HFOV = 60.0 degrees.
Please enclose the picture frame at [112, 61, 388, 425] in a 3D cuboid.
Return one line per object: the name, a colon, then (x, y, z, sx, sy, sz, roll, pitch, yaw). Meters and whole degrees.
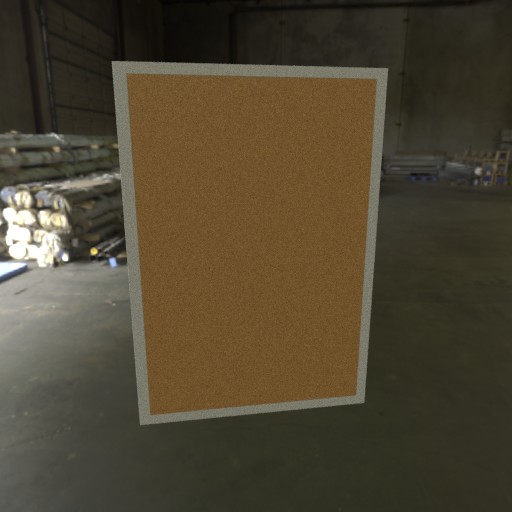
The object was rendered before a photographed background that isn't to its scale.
picture frame: (0.000, 0.000, 0.545, 0.305, 0.434, 0.013, -2, 15, -9)
